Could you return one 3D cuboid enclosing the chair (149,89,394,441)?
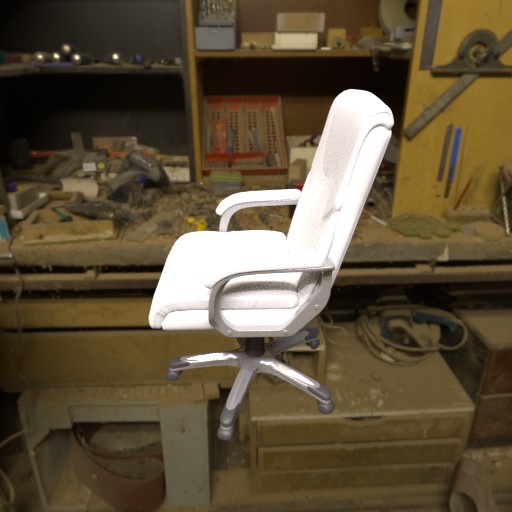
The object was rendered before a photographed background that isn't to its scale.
[{"bbox_3d":[0.000,0.000,1.603,0.738,1.120,0.687,-1,26,-1],"label":"chair"}]
